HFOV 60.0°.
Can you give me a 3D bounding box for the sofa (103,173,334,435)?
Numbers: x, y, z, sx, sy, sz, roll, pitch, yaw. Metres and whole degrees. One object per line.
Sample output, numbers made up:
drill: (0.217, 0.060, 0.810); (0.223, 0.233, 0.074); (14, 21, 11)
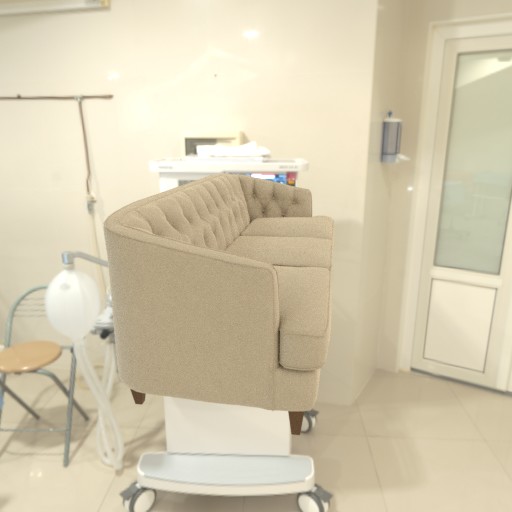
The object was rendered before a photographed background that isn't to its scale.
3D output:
sofa: (0.000, 0.000, 2.725); (0.941, 0.855, 2.278); (3, 16, 10)
